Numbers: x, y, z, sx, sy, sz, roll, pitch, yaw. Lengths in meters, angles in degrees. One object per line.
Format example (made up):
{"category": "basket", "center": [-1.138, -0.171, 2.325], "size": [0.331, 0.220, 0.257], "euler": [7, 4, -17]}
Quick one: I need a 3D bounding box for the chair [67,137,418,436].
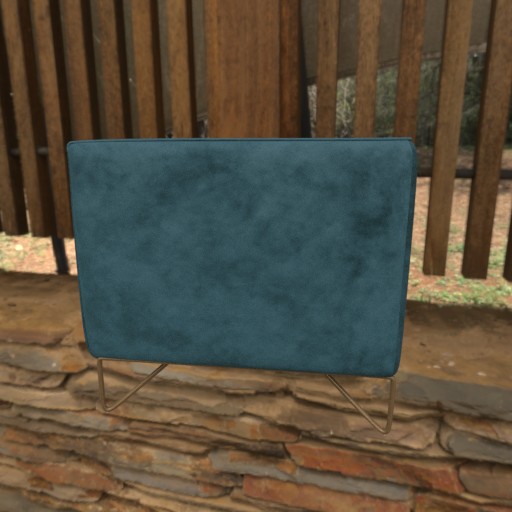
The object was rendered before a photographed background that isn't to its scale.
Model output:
{"category": "chair", "center": [0.000, 0.000, 1.566], "size": [0.894, 0.790, 0.880], "euler": [2, 14, 8]}
